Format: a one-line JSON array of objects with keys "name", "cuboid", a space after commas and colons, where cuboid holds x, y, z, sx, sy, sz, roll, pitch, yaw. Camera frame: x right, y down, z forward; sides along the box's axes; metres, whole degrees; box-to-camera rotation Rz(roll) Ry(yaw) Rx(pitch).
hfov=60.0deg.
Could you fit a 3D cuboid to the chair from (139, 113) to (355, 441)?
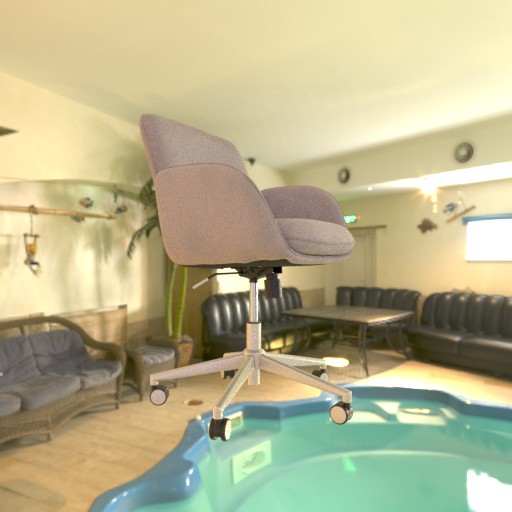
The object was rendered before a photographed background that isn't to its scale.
[{"name": "chair", "cuboid": [0.000, 0.000, 1.445, 0.654, 0.959, 0.648, 0, 0, 34]}]
